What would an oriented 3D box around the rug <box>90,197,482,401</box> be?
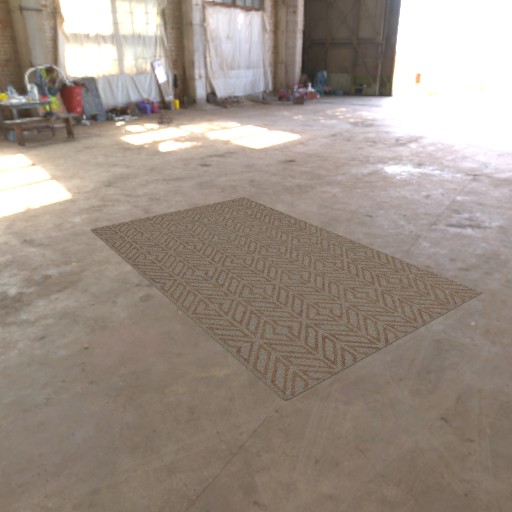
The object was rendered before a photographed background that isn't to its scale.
[{"bbox_3d":[0.000,0.000,3.083,1.523,0.008,2.438,-17,29,-33],"label":"rug"}]
